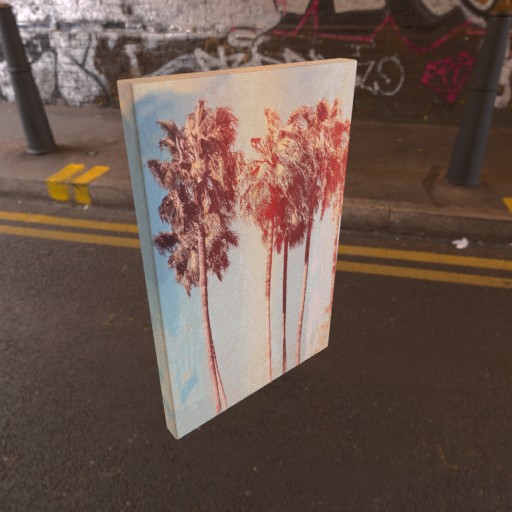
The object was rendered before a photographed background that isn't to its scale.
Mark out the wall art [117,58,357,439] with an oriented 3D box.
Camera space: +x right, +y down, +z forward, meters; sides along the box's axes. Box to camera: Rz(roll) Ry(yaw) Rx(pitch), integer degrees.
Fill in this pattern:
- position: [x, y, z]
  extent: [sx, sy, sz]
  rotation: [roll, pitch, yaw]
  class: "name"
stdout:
- position: [0.000, 0.000, 0.776]
  extent: [0.401, 0.610, 0.038]
  rotation: [-22, 36, -34]
  class: "wall art"
